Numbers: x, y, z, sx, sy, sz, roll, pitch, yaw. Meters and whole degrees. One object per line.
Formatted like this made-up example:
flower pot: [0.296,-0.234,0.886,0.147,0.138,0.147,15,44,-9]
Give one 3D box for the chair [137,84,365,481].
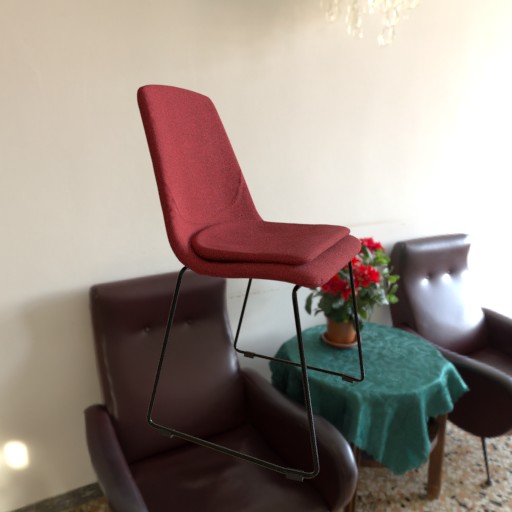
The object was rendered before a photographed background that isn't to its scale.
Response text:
chair: [0.000,0.000,1.158,0.518,0.858,0.479,7,16,25]
